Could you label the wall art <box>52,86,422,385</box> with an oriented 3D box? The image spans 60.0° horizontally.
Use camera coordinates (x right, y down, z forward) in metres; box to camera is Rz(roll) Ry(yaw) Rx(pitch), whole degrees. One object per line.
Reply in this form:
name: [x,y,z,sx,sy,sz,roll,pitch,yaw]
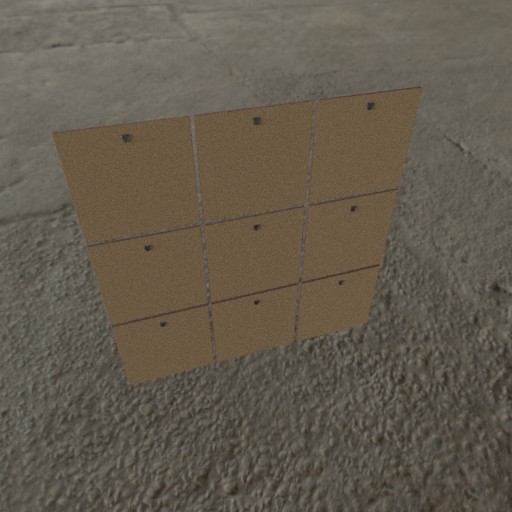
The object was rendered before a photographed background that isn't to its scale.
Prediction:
wall art: [0.000,0.000,1.792,1.221,1.218,0.019,-12,41,-14]
